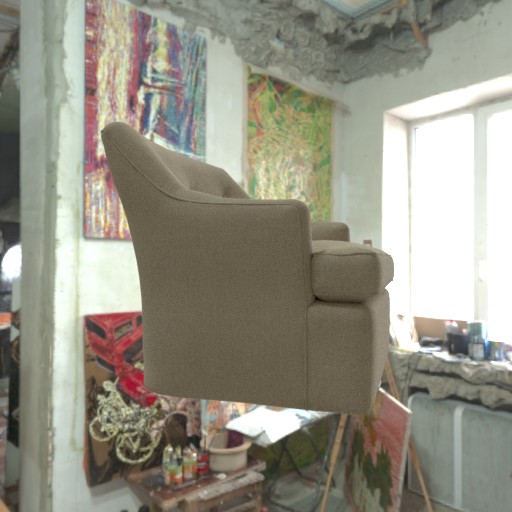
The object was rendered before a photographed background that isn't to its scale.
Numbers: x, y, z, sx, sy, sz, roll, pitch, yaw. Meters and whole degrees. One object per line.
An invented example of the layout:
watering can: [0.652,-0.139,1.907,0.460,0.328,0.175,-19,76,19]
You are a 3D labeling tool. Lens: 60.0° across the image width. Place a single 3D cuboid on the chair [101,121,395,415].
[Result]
chair: [0.000,0.000,1.588,0.923,0.856,0.864,0,0,20]
